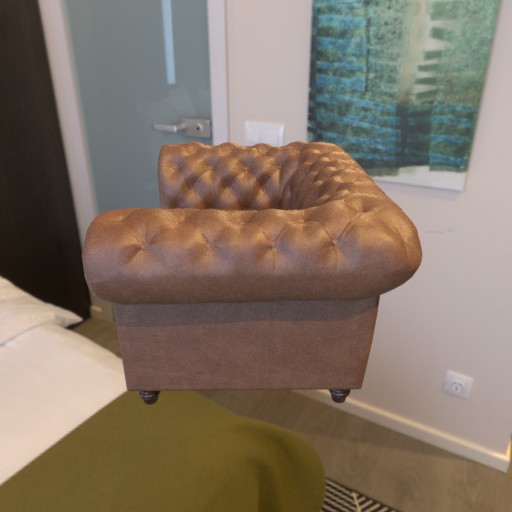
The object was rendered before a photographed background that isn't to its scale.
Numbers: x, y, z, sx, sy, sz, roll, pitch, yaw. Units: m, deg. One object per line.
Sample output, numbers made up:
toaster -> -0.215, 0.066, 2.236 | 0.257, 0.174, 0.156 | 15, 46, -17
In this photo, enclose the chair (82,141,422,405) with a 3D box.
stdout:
chair -> 0.000, 0.000, 1.849 | 0.954, 0.784, 1.298 | 0, 25, -1
